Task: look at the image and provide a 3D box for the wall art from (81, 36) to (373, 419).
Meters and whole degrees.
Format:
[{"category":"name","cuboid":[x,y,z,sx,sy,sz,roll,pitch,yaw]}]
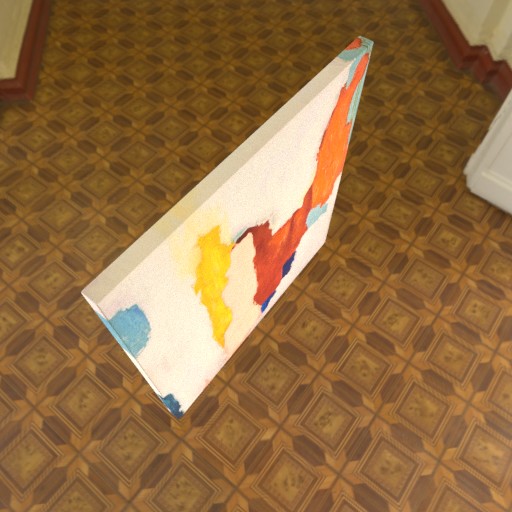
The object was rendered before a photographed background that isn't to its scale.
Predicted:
[{"category":"wall art","cuboid":[0.000,0.000,1.171,0.037,0.814,0.814,33,64,19]}]
